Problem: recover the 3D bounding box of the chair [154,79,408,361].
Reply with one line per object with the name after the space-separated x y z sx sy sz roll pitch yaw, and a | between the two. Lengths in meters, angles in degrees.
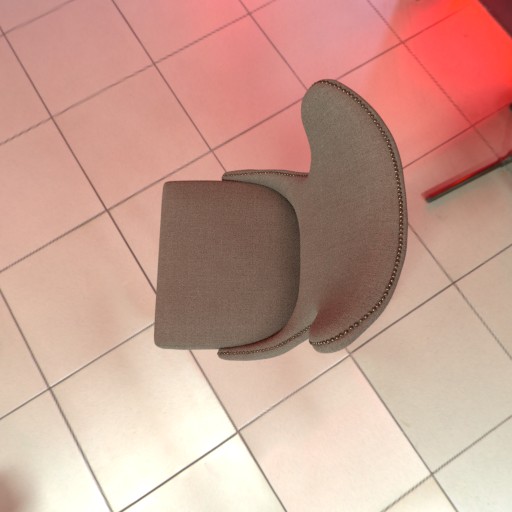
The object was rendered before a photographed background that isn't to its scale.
0.000 0.000 1.369 0.635 0.967 0.628 0 76 0 | chair
